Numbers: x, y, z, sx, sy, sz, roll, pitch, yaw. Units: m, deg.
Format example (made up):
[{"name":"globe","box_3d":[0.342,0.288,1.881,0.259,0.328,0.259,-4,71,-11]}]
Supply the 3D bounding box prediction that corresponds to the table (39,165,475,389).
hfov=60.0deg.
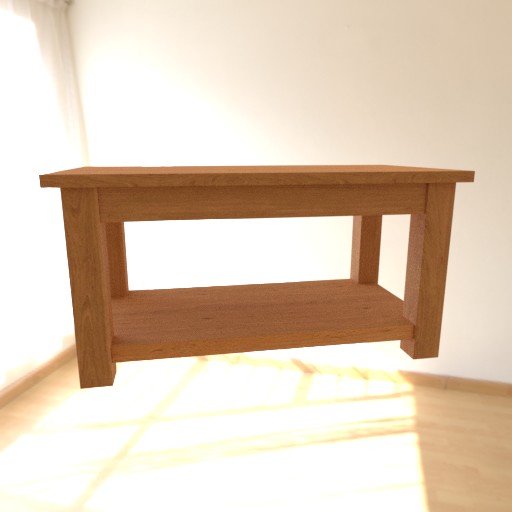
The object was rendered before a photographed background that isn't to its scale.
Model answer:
[{"name":"table","box_3d":[0.000,0.000,1.165,0.899,0.452,0.450,-2,14,-10]}]
